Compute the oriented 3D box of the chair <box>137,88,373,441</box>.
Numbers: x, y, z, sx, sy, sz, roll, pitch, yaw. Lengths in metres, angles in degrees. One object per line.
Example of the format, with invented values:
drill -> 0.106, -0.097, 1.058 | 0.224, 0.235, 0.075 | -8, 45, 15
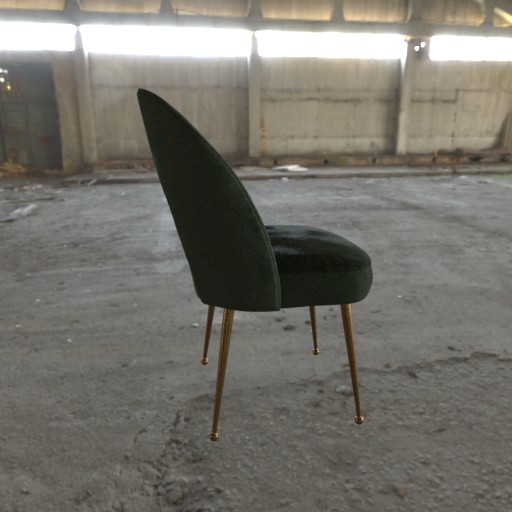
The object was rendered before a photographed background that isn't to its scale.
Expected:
chair -> 0.000, 0.000, 1.233 | 0.577, 0.860, 0.527 | -3, 16, -10
